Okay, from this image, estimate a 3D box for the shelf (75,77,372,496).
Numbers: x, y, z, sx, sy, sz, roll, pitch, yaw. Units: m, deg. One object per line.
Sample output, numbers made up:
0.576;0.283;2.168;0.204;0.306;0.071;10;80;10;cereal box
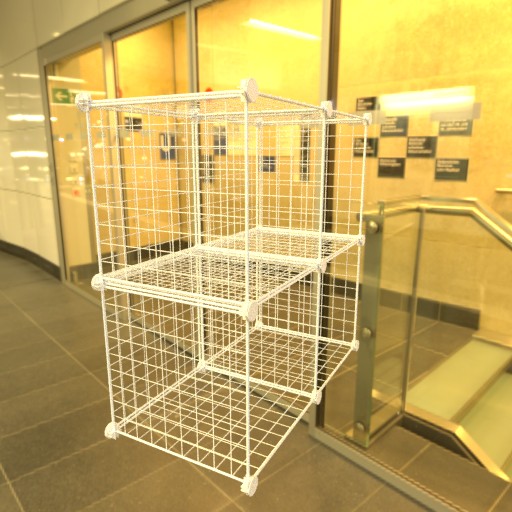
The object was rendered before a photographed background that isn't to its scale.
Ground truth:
0.000;0.000;1.097;0.356;0.711;0.711;7;15;27;shelf
